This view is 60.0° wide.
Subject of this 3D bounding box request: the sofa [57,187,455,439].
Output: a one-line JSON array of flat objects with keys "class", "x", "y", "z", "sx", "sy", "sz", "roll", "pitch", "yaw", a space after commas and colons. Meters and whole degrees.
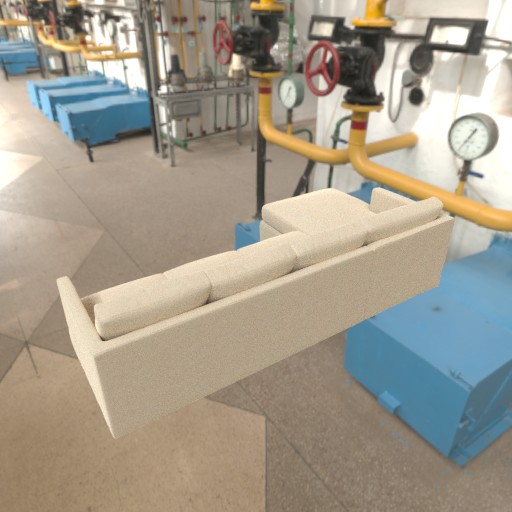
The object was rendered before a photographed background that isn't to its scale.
[{"class": "sofa", "x": 0.000, "y": 0.000, "z": 3.891, "sx": 3.205, "sy": 0.922, "sz": 1.650, "roll": -18, "pitch": 35, "yaw": -28}]
